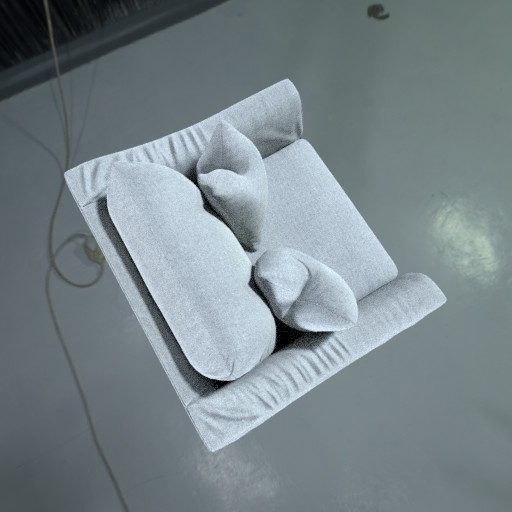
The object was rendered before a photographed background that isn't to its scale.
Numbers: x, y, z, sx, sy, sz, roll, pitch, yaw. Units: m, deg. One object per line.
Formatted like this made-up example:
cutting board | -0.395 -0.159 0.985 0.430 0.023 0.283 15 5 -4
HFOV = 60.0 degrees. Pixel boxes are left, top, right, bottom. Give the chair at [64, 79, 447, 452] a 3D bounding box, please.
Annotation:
chair | 0.000 0.000 1.988 1.071 1.059 1.194 -30 77 -8
